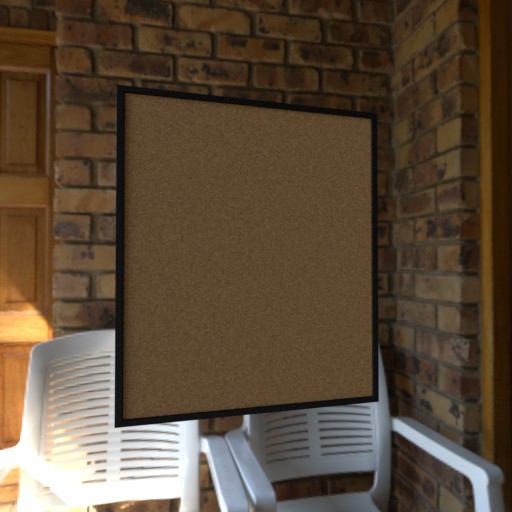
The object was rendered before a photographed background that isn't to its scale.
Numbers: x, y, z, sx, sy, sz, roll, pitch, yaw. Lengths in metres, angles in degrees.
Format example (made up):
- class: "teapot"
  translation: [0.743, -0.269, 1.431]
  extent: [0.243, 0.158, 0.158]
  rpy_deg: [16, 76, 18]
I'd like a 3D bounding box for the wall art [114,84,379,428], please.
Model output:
- class: "wall art"
  translation: [0.000, 0.000, 0.547]
  extent: [0.330, 0.381, 0.019]
  rpy_deg: [0, -1, -17]
